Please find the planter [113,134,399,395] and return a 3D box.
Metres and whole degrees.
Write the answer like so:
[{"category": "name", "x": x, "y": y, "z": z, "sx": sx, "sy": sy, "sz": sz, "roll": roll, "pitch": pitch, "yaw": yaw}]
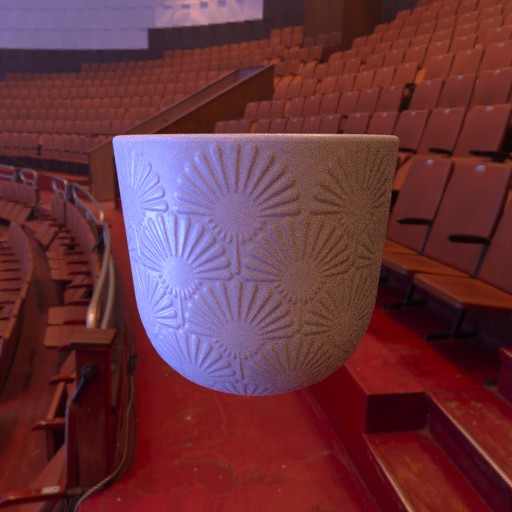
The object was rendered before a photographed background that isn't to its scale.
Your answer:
[{"category": "planter", "x": 0.000, "y": 0.000, "z": 0.292, "sx": 0.170, "sy": 0.152, "sz": 0.170, "roll": 0, "pitch": 14, "yaw": 0}]
